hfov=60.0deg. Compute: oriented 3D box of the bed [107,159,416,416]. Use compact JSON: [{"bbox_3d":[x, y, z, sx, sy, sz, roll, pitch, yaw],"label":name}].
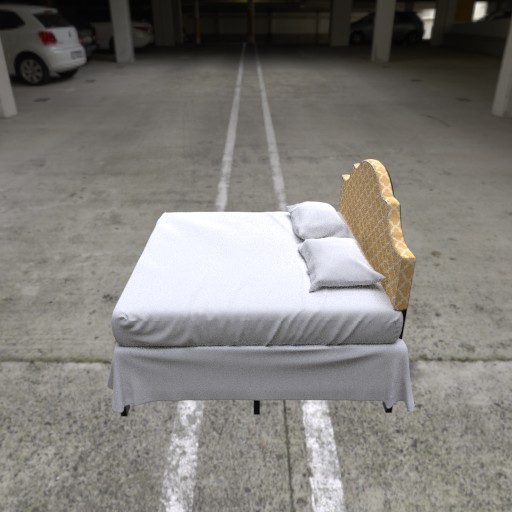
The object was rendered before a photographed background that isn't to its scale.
[{"bbox_3d":[0.000,0.000,3.793,2.222,1.601,2.314,0,25,-1],"label":"bed"}]
